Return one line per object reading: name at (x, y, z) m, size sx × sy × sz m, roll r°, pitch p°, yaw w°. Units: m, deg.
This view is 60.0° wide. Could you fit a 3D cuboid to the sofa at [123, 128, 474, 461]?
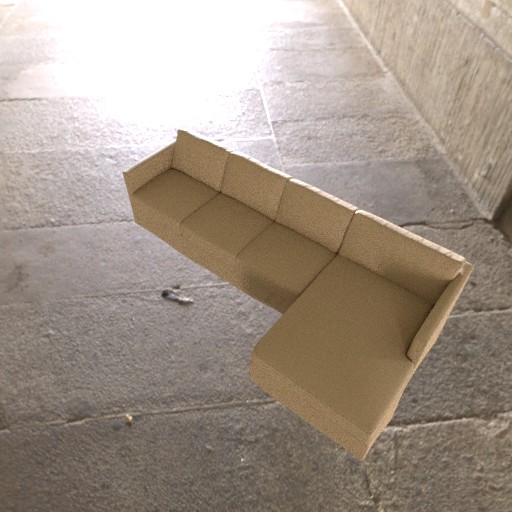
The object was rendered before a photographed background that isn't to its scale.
sofa at (0.000, 0.000, 3.919) m, size 3.206 × 0.871 × 1.622 m, roll 30°, pitch 54°, yaw 25°
